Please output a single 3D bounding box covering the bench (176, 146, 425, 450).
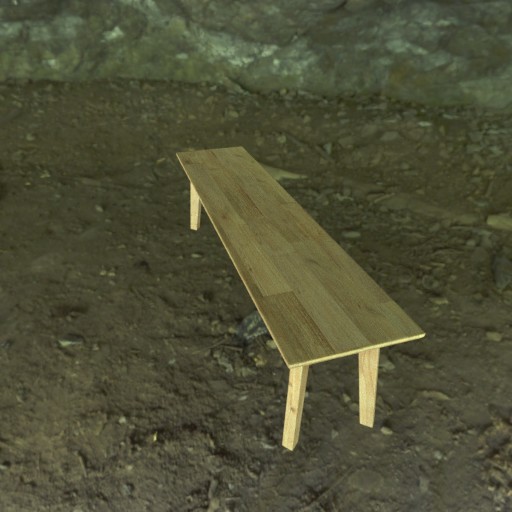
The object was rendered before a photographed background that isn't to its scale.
[{"bbox_3d":[0.000,0.000,1.899,0.378,0.431,1.698,-9,32,-15],"label":"bench"}]
